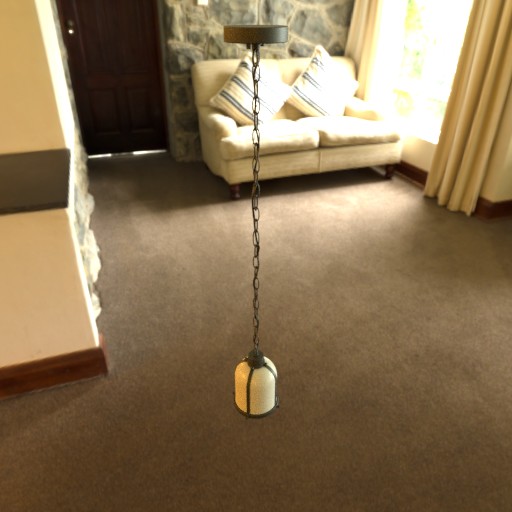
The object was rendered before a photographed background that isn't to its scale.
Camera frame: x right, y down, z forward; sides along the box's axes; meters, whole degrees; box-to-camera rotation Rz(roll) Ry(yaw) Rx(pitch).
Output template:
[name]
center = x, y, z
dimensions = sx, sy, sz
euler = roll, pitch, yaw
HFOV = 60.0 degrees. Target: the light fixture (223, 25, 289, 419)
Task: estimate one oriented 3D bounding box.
[light fixture]
center = 0.000, 0.000, 1.281
dimensions = 0.178, 1.181, 0.178
euler = 11, 31, 18
